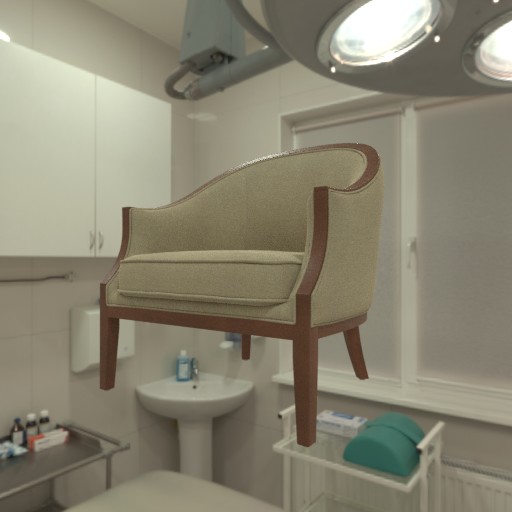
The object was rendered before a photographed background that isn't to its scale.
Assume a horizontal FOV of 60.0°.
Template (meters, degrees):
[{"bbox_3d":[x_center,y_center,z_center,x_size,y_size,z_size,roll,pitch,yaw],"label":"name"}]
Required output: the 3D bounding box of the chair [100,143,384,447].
[{"bbox_3d":[0.000,0.000,1.493,0.803,0.876,0.735,0,0,36],"label":"chair"}]
